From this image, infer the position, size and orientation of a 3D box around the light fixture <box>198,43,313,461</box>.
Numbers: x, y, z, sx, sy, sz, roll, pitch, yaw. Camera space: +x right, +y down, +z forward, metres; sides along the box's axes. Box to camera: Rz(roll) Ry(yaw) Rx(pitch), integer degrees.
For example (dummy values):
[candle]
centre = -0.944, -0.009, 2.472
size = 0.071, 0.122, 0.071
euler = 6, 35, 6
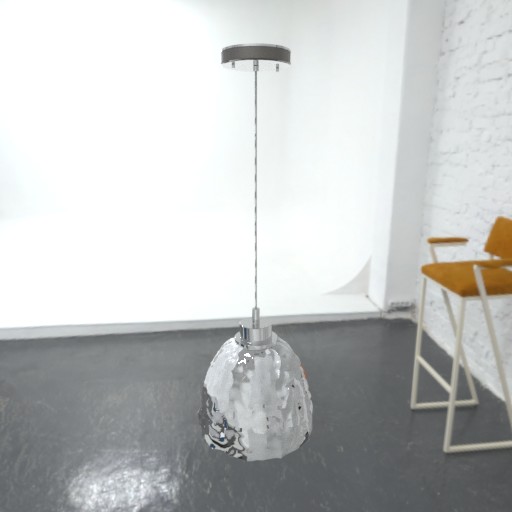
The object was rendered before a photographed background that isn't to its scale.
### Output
[light fixture]
centre = 0.000, 0.000, 1.767
size = 0.496, 1.511, 0.500
euler = -7, 15, -26
